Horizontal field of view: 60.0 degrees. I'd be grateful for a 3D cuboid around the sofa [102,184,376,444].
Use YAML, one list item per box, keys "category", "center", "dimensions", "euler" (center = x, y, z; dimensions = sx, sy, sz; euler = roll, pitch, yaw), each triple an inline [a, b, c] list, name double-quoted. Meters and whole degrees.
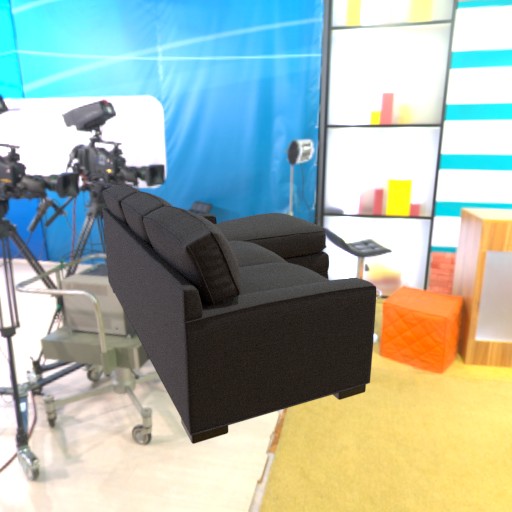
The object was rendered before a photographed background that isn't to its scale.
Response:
- category: "sofa"
  center: [0.000, 0.000, 3.210]
  dimensions: [1.790, 0.973, 2.370]
  euler: [-7, 17, -25]
